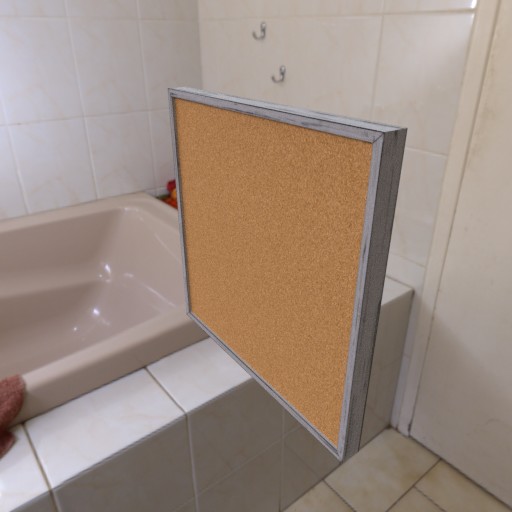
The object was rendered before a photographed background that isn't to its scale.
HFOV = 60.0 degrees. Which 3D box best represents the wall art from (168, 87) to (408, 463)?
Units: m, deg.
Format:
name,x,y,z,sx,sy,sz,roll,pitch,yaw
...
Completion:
name,x,y,z,sx,sy,sz,roll,pitch,yaw
wall art,0.000,0.000,0.767,0.038,0.506,0.506,-18,32,-32
